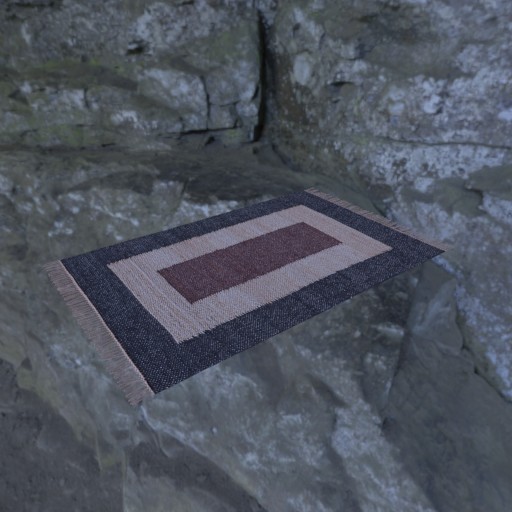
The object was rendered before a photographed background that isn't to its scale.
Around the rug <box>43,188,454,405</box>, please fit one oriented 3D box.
[{"bbox_3d":[0.000,0.000,2.512,2.021,0.027,1.224,-20,35,-31],"label":"rug"}]
